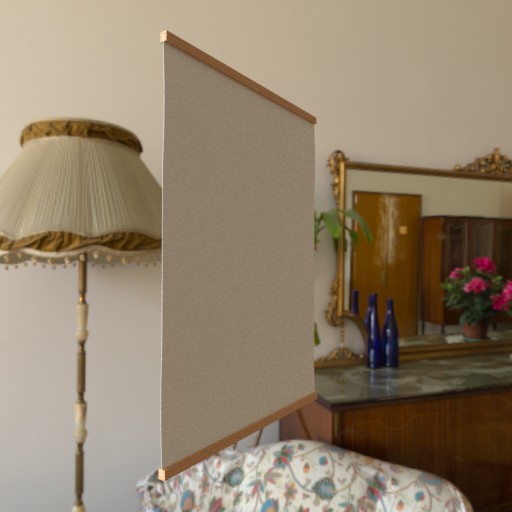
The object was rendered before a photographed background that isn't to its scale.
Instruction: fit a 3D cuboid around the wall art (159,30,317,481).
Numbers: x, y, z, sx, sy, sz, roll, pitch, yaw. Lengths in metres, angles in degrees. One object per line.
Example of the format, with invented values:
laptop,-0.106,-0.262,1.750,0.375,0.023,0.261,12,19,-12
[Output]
wall art,0.000,0.000,1.306,0.020,1.016,0.739,-1,-1,35
